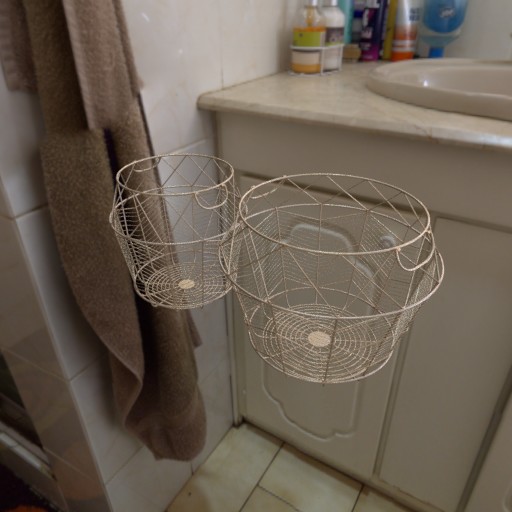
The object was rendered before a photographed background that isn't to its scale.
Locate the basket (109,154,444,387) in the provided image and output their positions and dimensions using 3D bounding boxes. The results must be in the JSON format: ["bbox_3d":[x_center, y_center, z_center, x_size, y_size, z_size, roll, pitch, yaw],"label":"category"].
[{"bbox_3d":[0.000,0.000,1.035,0.805,0.343,0.451,19,36,28],"label":"basket"}]
